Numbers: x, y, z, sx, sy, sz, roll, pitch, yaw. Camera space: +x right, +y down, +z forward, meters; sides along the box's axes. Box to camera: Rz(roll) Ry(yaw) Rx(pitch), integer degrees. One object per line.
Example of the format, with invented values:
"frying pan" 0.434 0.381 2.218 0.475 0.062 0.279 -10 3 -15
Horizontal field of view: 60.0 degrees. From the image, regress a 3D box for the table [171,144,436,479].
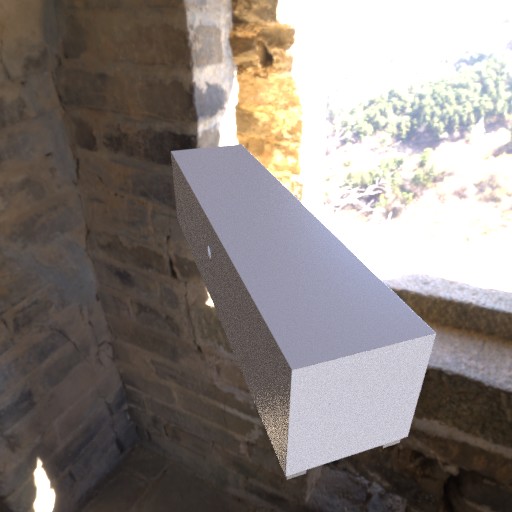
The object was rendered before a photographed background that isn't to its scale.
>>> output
"table" 0.000 0.000 1.828 0.390 0.420 1.650 -10 33 -16
